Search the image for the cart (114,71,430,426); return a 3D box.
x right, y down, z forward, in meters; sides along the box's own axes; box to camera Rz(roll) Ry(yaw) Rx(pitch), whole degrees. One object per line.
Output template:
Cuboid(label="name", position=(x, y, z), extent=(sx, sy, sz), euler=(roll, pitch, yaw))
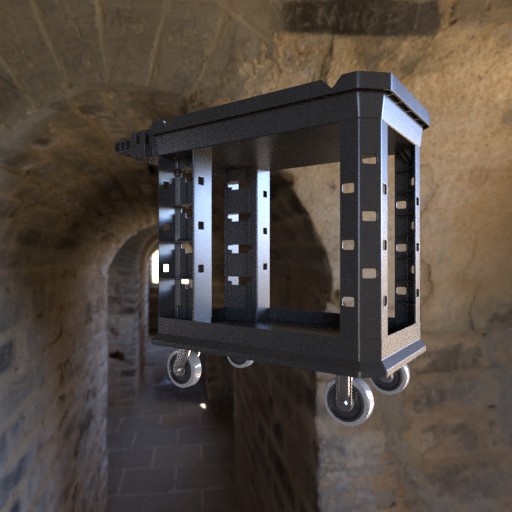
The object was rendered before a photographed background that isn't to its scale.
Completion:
Cuboid(label="cart", position=(0.000, 0.000, 1.527), extent=(1.061, 0.884, 0.497), euler=(0, 0, 35))
